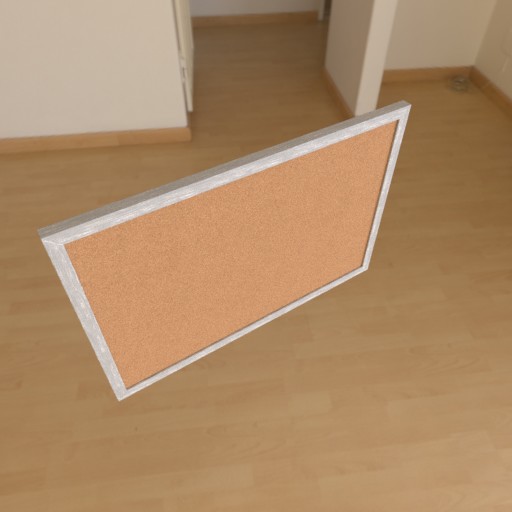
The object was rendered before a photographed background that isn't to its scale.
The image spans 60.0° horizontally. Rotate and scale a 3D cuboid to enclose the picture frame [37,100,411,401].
[{"bbox_3d":[0.000,0.000,1.224,0.950,0.640,0.029,-25,51,-22],"label":"picture frame"}]
